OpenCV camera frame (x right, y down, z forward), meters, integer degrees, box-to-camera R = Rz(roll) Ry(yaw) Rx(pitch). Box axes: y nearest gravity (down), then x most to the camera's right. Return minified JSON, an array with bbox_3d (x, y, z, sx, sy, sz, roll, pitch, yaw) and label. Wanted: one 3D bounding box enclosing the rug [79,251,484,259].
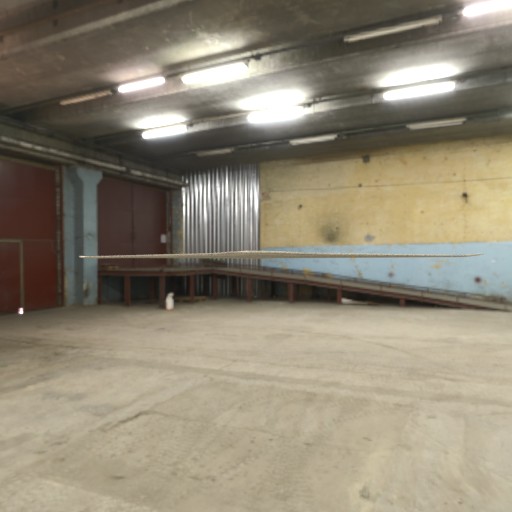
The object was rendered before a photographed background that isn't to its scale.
[{"bbox_3d":[0.000,0.000,3.931,2.277,0.035,2.897,0,-1,-36],"label":"rug"}]
